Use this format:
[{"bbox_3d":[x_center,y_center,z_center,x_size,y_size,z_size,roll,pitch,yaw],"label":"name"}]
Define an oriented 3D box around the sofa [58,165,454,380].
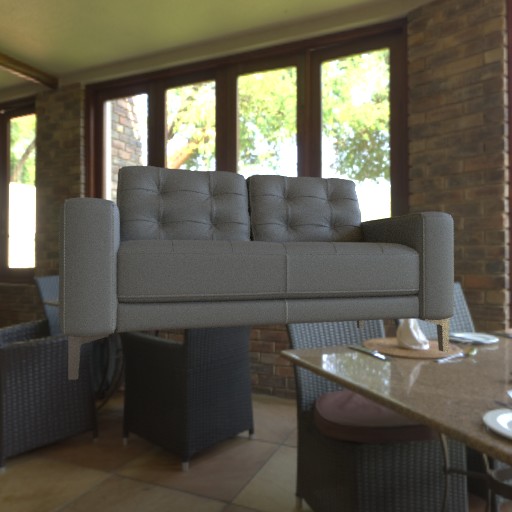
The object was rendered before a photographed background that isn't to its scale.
[{"bbox_3d":[0.000,0.000,2.195,1.726,0.893,0.833,0,-1,-18],"label":"sofa"}]
